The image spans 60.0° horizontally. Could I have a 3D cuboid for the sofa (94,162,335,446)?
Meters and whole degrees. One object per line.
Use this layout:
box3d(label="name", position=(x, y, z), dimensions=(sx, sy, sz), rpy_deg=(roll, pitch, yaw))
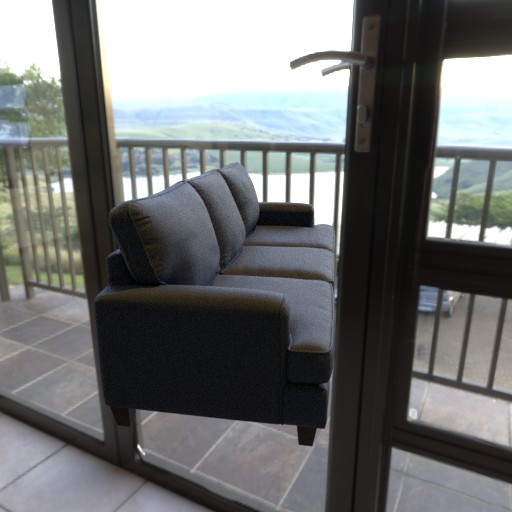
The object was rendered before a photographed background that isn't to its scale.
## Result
box3d(label="sofa", position=(0.000, 0.000, 2.665), dimensions=(0.951, 0.965, 2.158), rpy_deg=(3, 17, 9))
